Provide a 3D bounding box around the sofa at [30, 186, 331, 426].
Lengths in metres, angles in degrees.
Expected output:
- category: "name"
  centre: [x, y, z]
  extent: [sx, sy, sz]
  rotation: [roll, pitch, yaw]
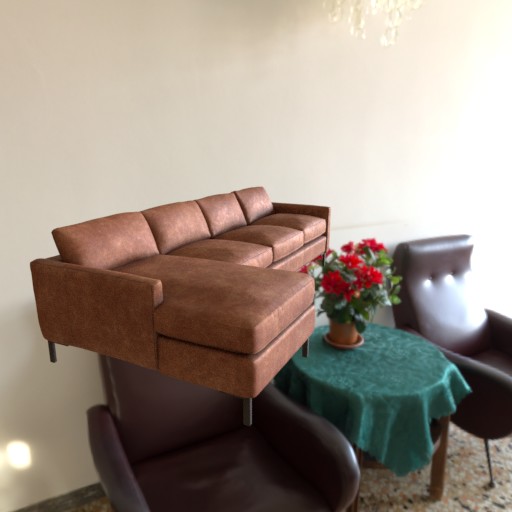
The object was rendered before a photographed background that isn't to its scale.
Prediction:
- category: "sofa"
  centre: [0.000, 0.000, 3.593]
  extent: [1.471, 0.859, 2.993]
  rotation: [7, 16, 26]
